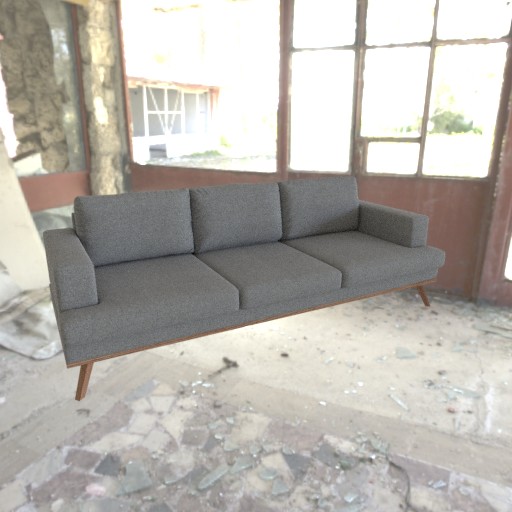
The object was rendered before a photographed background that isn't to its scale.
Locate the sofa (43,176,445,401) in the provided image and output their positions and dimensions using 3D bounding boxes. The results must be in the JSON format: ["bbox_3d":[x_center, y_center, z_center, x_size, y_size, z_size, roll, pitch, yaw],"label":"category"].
[{"bbox_3d":[0.000,0.000,2.719,2.310,0.810,0.920,-9,19,-27],"label":"sofa"}]
